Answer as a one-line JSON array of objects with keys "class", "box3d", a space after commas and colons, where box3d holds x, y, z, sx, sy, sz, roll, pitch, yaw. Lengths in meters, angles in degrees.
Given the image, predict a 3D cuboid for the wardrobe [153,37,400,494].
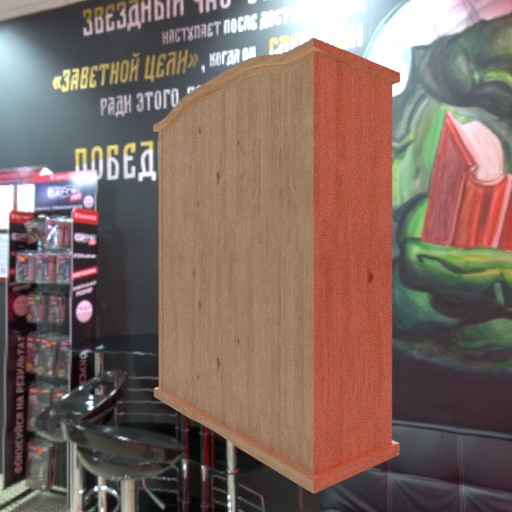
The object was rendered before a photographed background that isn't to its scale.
[{"class": "wardrobe", "box3d": [0.000, 0.000, 2.511, 0.570, 1.870, 1.500, 0, 0, -37]}]
